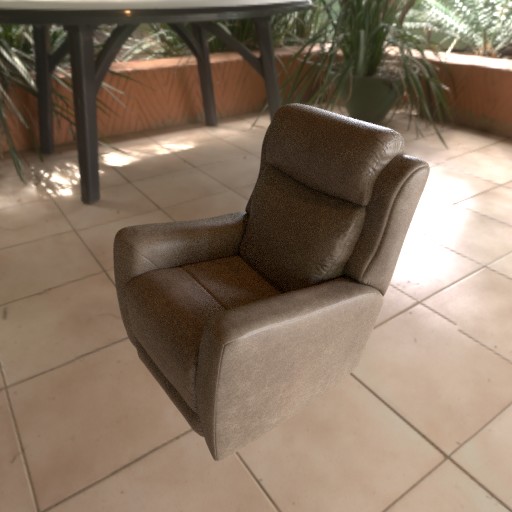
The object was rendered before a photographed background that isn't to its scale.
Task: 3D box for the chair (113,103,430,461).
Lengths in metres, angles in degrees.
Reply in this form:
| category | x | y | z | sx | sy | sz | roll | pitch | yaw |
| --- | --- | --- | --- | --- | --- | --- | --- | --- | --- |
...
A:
| category | x | y | z | sx | sy | sz | roll | pitch | yaw |
| --- | --- | --- | --- | --- | --- | --- | --- | --- | --- |
| chair | 0.000 | 0.000 | 1.977 | 1.068 | 1.116 | 0.967 | -21 | 38 | -30 |
